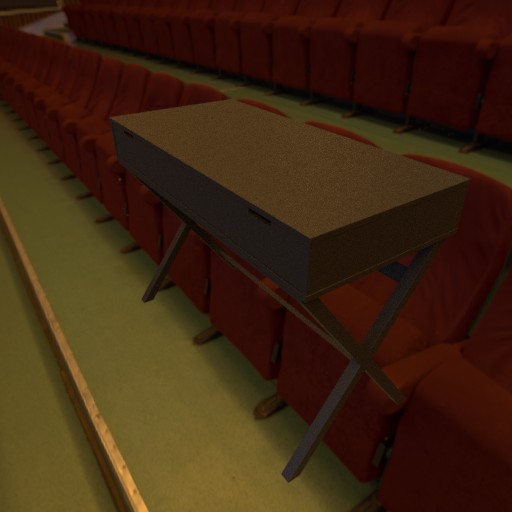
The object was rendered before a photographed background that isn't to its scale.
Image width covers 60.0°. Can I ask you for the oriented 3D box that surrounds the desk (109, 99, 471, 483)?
[{"bbox_3d":[0.000,0.000,1.501,0.504,0.780,1.057,-20,37,-29],"label":"desk"}]
